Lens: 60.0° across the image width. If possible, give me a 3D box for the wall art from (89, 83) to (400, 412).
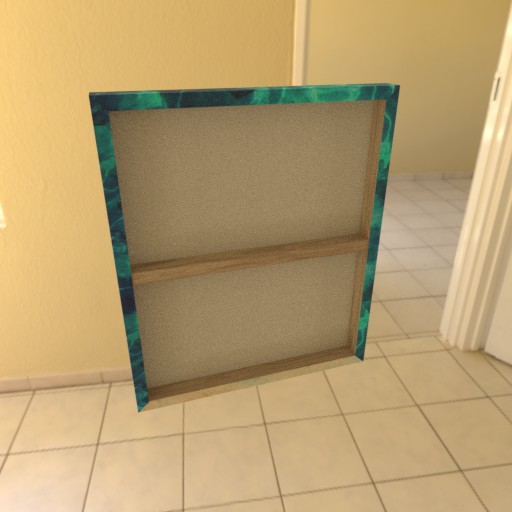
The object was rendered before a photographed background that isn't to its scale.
[{"bbox_3d":[0.000,0.000,0.715,0.432,0.508,0.038,-8,27,-16],"label":"wall art"}]
